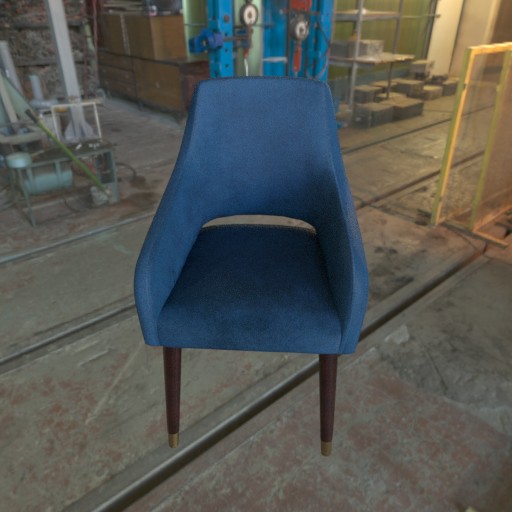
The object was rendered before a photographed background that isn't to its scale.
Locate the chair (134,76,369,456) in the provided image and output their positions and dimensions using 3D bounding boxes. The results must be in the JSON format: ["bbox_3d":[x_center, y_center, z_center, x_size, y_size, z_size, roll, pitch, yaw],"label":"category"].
[{"bbox_3d":[0.000,0.000,1.571,0.683,1.081,0.794,2,31,3],"label":"chair"}]
